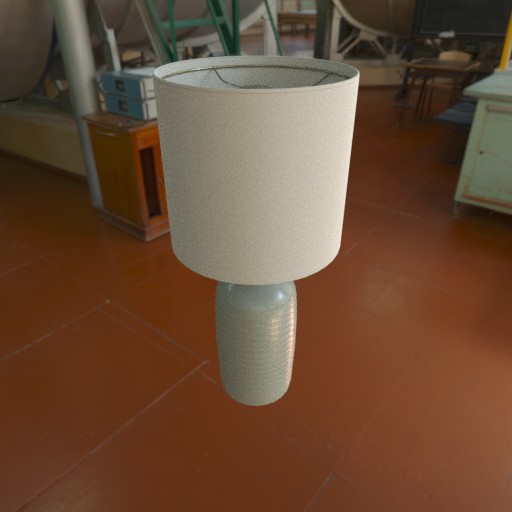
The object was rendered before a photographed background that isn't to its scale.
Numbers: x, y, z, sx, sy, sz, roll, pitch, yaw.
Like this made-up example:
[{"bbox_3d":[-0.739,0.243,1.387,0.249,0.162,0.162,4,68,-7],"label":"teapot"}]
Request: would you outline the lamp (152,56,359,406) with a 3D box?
[{"bbox_3d":[0.000,0.000,0.605,0.220,0.475,0.220,-9,32,-14],"label":"lamp"}]
